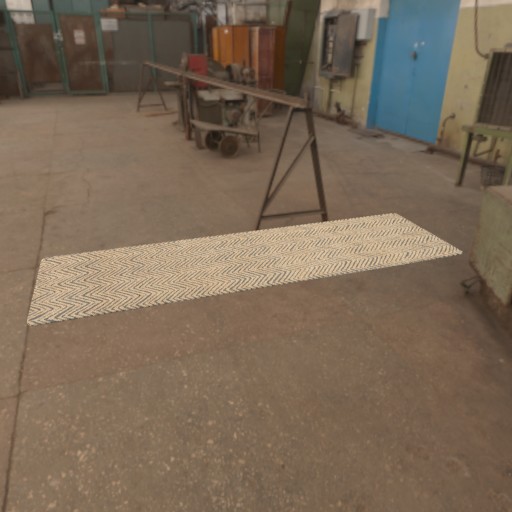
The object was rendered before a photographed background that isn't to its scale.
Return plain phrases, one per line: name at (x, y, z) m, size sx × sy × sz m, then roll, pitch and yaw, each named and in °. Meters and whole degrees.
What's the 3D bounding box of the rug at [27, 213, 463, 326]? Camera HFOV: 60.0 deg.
rug at (0.000, 0.000, 2.499) m, size 2.286 × 0.008 × 0.686 m, roll -8°, pitch 27°, yaw -16°
